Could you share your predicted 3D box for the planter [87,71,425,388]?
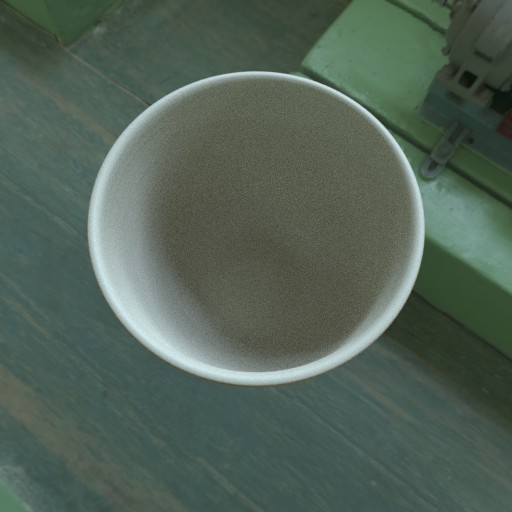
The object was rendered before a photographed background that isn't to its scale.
[{"bbox_3d":[0.000,0.000,0.363,0.208,0.190,0.208,0,73,0],"label":"planter"}]
